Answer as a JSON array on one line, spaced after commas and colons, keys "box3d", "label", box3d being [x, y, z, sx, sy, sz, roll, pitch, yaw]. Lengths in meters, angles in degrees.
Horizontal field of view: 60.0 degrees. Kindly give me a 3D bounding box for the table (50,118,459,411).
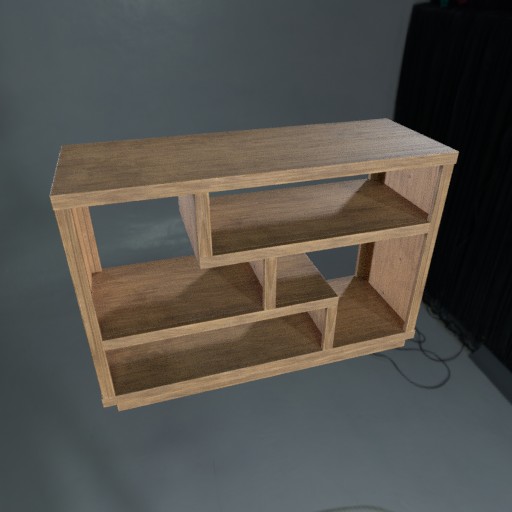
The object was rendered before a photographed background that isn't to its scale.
[{"box3d": [0.000, 0.000, 1.557, 1.151, 0.771, 0.410, -9, 32, -14], "label": "table"}]
